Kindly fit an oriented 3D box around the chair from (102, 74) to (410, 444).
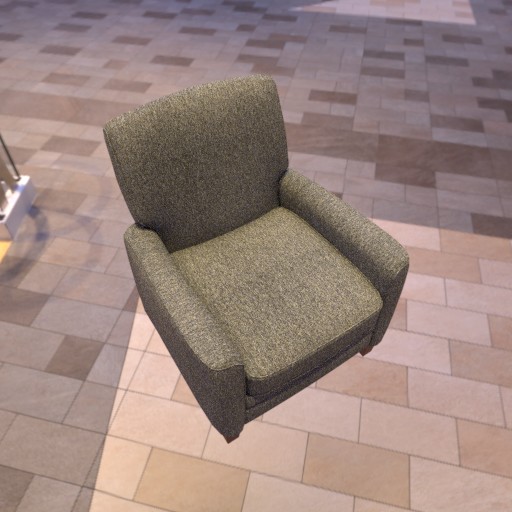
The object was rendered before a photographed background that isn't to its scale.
[{"bbox_3d":[0.000,0.000,1.685,0.848,1.014,0.864,-25,52,-22],"label":"chair"}]
